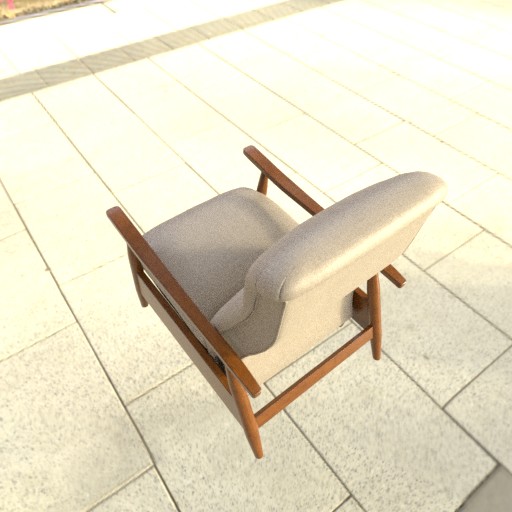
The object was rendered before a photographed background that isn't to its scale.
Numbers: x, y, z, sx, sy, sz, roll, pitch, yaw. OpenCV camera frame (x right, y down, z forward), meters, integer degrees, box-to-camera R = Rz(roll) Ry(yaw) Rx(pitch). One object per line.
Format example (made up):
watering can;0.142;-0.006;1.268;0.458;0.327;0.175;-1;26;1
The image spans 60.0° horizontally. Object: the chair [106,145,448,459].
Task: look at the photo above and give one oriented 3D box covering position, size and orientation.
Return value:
chair;0.000;0.000;1.757;0.762;1.082;1.032;-30;55;-24
